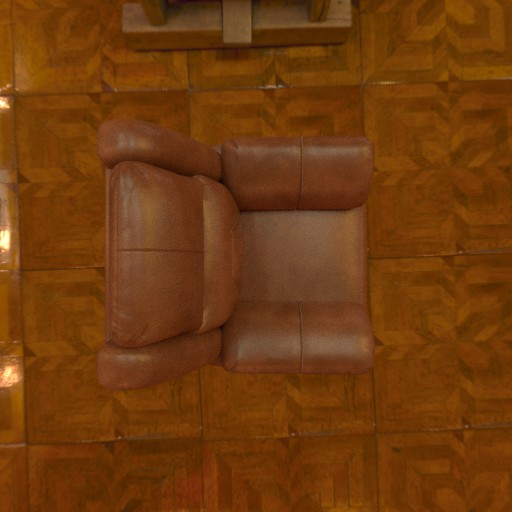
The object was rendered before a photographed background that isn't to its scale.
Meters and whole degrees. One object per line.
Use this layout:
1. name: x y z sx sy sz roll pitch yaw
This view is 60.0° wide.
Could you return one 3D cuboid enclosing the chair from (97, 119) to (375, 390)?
1. chair: 0.000 0.000 1.890 1.041 1.093 0.990 0 90 0
